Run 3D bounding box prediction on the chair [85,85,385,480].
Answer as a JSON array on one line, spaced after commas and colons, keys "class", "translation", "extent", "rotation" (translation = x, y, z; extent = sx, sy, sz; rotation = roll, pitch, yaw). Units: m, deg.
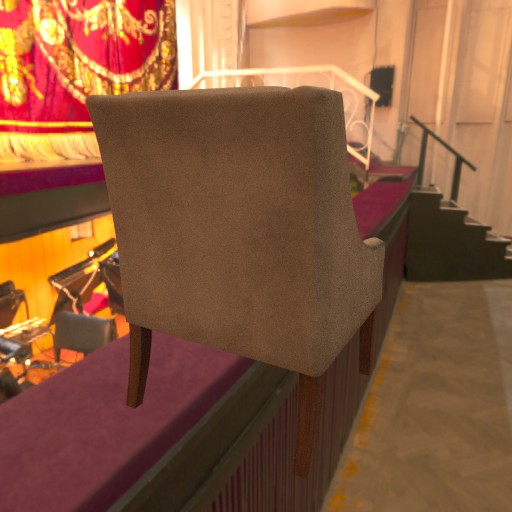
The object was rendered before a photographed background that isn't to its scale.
[{"class": "chair", "translation": [0.000, 0.000, 1.307], "extent": [0.629, 0.895, 0.629], "rotation": [9, 19, 28]}]
